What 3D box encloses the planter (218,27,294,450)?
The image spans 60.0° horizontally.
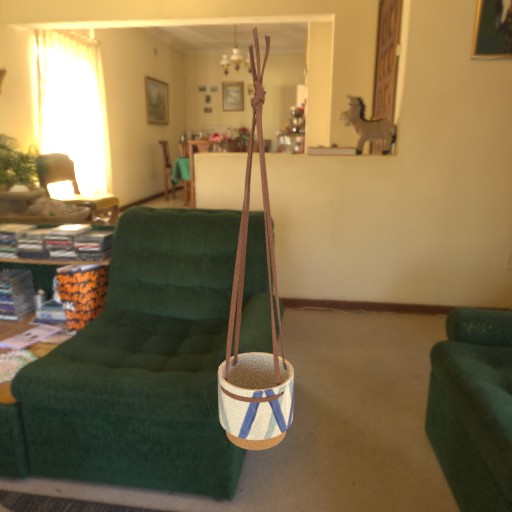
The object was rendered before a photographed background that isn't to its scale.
[{"bbox_3d":[0.000,0.000,0.825,0.153,0.753,0.157,-2,16,-9],"label":"planter"}]
